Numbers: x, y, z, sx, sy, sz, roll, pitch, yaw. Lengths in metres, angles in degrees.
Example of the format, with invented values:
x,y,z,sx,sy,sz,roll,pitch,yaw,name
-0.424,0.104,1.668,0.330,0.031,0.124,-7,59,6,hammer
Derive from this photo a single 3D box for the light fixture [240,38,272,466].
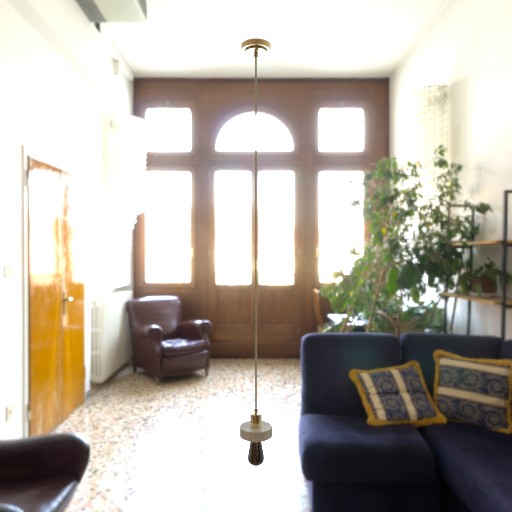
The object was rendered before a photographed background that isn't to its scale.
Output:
x,y,z,sx,sy,sz,roll,pitch,yaw,name
0.000,0.000,1.759,0.129,1.669,0.129,0,0,-36,light fixture
